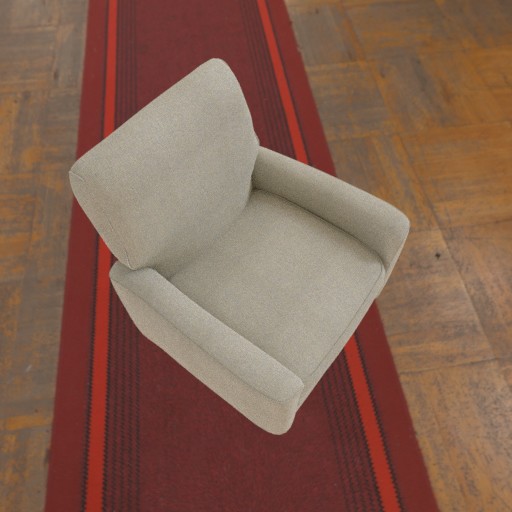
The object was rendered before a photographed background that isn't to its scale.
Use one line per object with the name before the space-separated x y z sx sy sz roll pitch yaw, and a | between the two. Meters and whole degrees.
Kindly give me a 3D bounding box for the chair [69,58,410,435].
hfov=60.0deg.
chair | 0.000 0.000 1.606 0.853 1.006 0.850 32 64 18
